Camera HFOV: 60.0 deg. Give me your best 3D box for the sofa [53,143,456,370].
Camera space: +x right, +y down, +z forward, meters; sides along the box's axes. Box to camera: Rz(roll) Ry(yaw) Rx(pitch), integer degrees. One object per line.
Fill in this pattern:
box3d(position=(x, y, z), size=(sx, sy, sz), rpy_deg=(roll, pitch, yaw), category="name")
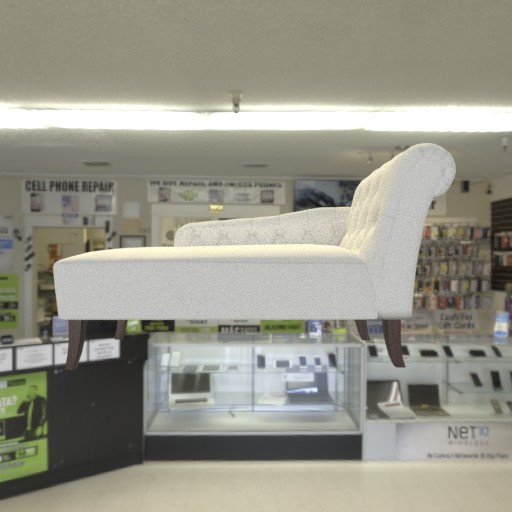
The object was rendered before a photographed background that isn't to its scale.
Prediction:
box3d(position=(0.000, 0.000, 1.824), size=(1.379, 0.787, 0.675), rpy_deg=(0, 0, 0), category="sofa")
